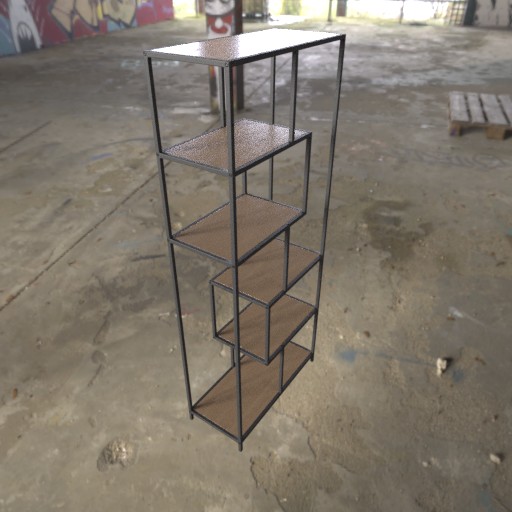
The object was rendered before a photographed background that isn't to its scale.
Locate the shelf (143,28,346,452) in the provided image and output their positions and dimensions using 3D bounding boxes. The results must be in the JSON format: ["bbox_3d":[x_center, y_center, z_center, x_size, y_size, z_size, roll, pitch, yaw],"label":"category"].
[{"bbox_3d":[0.000,0.000,2.106,0.350,1.850,0.770,21,38,29],"label":"shelf"}]
